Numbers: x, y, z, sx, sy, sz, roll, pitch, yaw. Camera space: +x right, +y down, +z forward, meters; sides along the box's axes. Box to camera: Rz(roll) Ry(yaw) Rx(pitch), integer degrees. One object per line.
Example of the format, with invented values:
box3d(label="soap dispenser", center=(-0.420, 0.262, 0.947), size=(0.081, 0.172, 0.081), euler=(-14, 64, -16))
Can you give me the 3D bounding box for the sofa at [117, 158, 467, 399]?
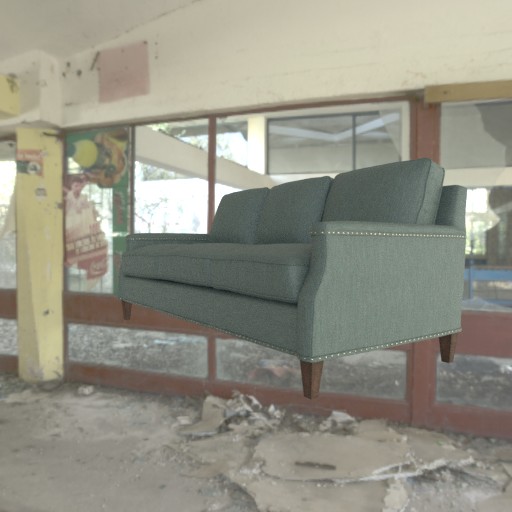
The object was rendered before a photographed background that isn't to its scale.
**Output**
box3d(label="sofa", center=(0.000, 0.000, 2.787), size=(1.084, 1.003, 2.246), euler=(-1, 2, -35))
